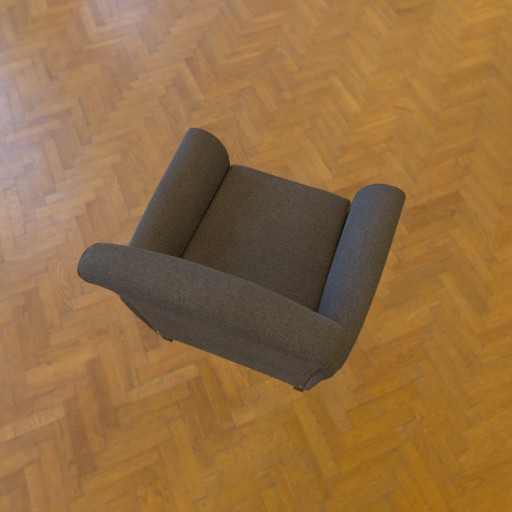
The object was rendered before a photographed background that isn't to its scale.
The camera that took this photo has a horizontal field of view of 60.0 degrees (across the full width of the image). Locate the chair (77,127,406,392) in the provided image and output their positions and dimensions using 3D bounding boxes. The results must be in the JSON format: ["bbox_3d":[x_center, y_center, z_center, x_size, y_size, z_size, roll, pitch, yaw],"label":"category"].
[{"bbox_3d":[0.000,0.000,1.760,0.978,1.061,0.905,19,65,9],"label":"chair"}]
